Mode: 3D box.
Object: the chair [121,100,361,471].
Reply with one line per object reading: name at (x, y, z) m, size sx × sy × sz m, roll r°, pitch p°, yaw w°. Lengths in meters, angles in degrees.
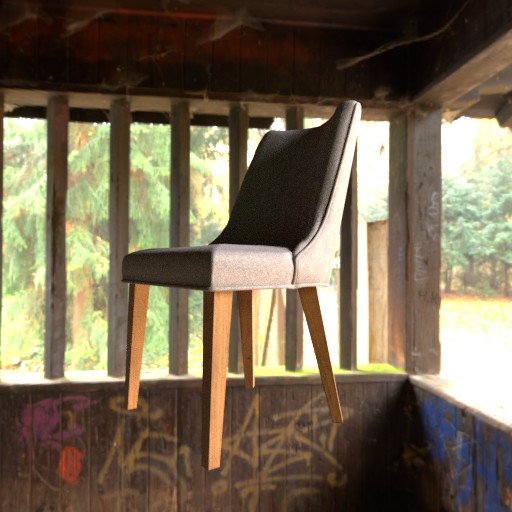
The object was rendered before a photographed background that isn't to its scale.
chair at (0.000, 0.000, 1.325) m, size 0.636 × 0.916 × 0.548 m, roll 1°, pitch -1°, yaw -36°
